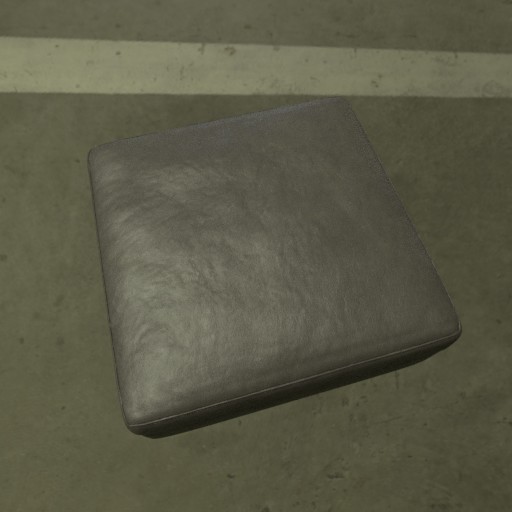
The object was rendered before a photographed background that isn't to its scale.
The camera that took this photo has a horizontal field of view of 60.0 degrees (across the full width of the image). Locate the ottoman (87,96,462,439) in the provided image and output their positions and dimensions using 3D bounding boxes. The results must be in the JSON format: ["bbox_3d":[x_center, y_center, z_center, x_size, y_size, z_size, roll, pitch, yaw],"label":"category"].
[{"bbox_3d":[0.000,0.000,1.310,0.836,0.415,0.844,-14,64,-7],"label":"ottoman"}]
